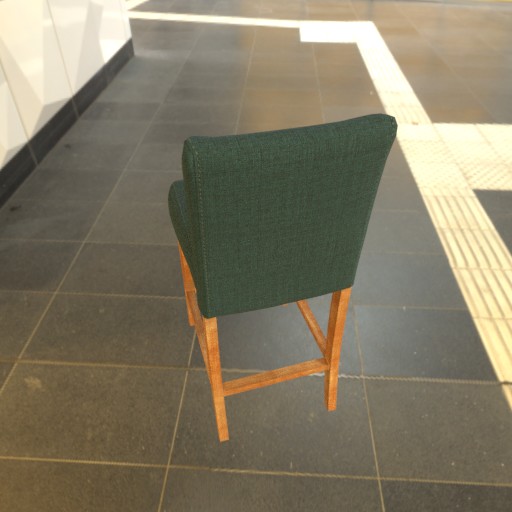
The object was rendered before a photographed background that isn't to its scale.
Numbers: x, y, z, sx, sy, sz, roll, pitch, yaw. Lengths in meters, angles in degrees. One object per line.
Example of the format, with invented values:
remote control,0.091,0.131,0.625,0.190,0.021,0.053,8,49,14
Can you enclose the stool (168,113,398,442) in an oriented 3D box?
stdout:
stool,0.000,0.000,1.352,0.454,1.039,0.567,-11,42,-12
